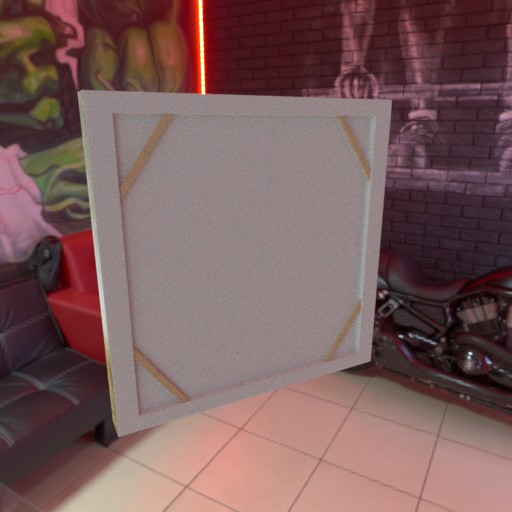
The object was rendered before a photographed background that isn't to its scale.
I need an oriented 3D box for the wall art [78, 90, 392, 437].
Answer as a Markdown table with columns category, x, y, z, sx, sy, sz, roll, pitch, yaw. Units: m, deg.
| category | x | y | z | sx | sy | sz | roll | pitch | yaw |
| --- | --- | --- | --- | --- | --- | --- | --- | --- | --- |
| wall art | 0.000 | 0.000 | 0.600 | 0.405 | 0.407 | 0.038 | -8 | 18 | -26 |
